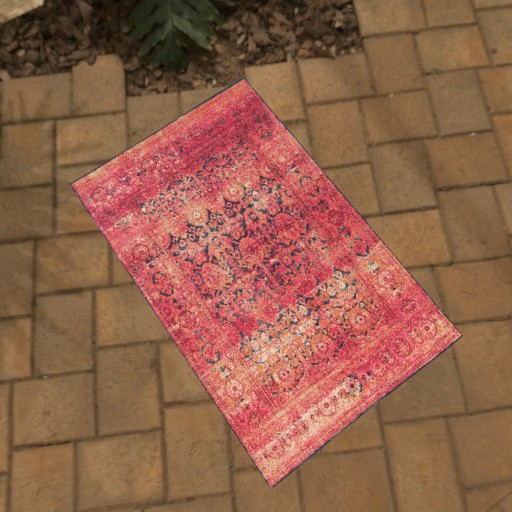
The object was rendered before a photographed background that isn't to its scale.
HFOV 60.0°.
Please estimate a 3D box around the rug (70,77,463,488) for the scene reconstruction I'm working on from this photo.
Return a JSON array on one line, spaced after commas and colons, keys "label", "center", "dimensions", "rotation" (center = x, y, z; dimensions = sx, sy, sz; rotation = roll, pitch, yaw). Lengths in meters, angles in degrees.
[{"label": "rug", "center": [0.000, 0.000, 3.017], "dimensions": [1.539, 0.018, 2.449], "rotation": [-35, 77, -10]}]
